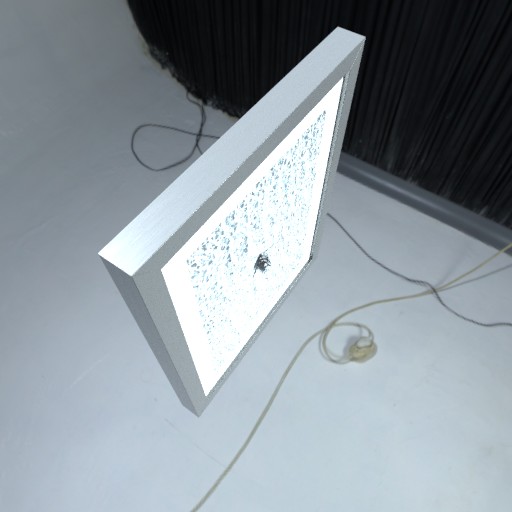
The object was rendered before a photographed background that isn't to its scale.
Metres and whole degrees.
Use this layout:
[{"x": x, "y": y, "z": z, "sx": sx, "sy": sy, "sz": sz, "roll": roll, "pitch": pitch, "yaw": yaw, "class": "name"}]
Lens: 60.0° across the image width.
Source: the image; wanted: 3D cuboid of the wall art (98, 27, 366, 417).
[{"x": 0.000, "y": 0.000, "z": 0.503, "sx": 0.030, "sy": 0.379, "sz": 0.308, "roll": 31, "pitch": 62, "yaw": 18, "class": "wall art"}]
